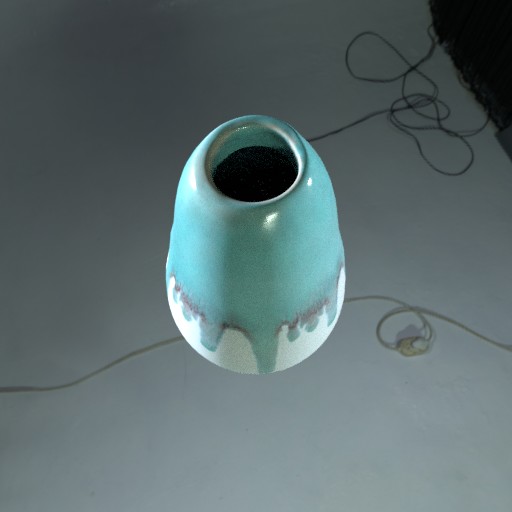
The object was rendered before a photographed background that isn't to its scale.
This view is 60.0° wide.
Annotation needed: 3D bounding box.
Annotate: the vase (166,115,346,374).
[{"bbox_3d":[0.000,0.000,0.258,0.116,0.179,0.116,0,64,0],"label":"vase"}]
